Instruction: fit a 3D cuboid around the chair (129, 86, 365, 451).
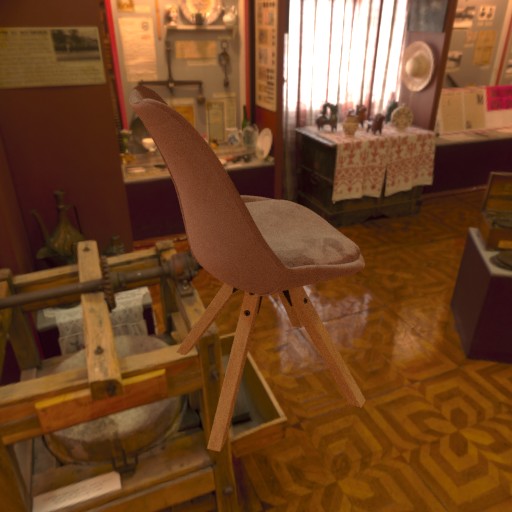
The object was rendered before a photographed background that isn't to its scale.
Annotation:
[{"bbox_3d":[0.000,0.000,1.182,0.550,0.850,0.485,-10,29,-18],"label":"chair"}]
